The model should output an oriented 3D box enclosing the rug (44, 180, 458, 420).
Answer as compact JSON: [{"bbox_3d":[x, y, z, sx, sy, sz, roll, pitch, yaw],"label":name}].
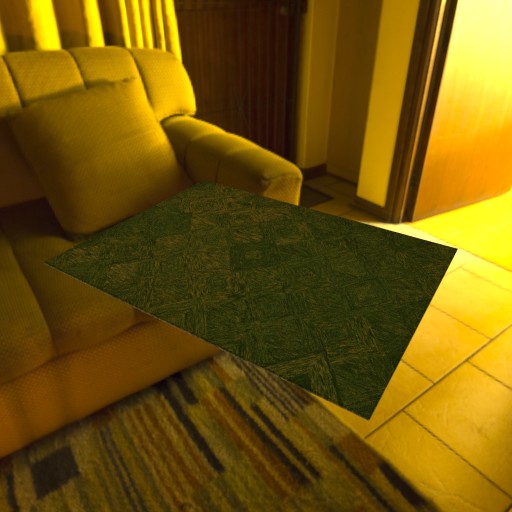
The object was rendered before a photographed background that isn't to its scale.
[{"bbox_3d":[0.000,0.000,4.290,3.217,0.027,2.405,19,37,28],"label":"rug"}]
